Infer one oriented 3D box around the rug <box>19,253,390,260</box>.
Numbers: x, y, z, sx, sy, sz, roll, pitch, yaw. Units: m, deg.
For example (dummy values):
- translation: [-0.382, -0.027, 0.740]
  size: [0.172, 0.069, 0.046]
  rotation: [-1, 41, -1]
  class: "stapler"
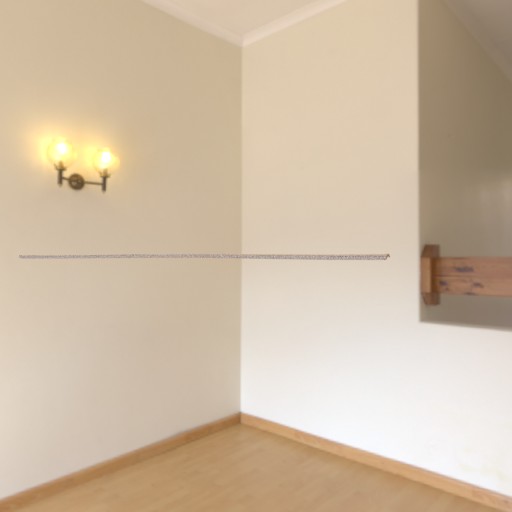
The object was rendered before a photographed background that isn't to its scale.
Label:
- translation: [0.000, 0.000, 4.271]
  size: [2.467, 0.046, 3.245]
  rotation: [0, 0, 17]
  class: "rug"
